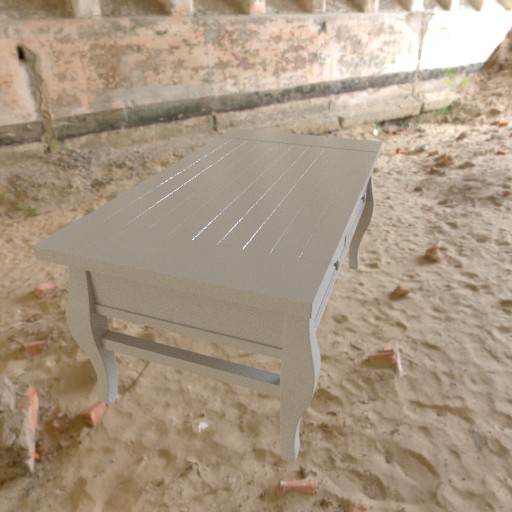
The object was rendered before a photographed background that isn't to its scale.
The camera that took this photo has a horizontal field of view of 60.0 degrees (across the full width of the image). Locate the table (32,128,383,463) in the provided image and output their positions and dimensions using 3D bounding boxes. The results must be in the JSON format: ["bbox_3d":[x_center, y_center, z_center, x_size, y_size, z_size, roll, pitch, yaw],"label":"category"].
[{"bbox_3d":[0.000,0.000,1.370,0.600,0.495,1.062,10,31,17],"label":"table"}]
